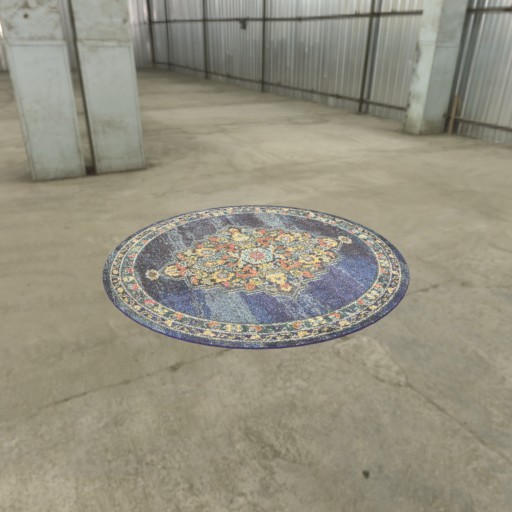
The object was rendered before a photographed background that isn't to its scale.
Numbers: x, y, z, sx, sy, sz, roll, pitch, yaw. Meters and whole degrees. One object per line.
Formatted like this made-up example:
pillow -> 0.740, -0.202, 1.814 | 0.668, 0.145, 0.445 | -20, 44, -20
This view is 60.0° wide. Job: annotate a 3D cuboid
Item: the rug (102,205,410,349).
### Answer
rug -> 0.000, 0.000, 3.605 | 2.386, 0.014, 2.386 | 0, 26, 0
